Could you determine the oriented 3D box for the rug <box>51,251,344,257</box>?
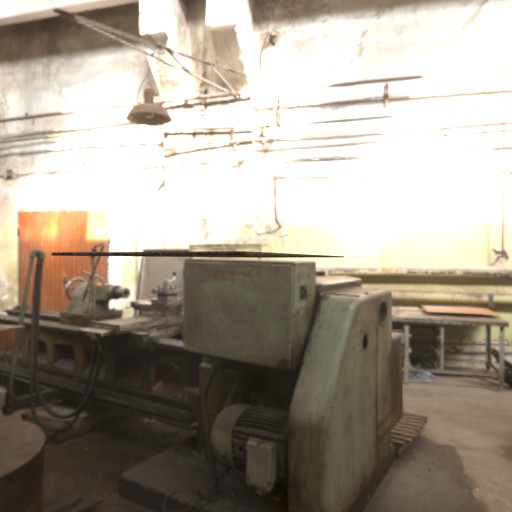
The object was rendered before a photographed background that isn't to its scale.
[{"bbox_3d":[0.000,0.000,2.458,0.691,0.011,2.296,0,0,18],"label":"rug"}]
